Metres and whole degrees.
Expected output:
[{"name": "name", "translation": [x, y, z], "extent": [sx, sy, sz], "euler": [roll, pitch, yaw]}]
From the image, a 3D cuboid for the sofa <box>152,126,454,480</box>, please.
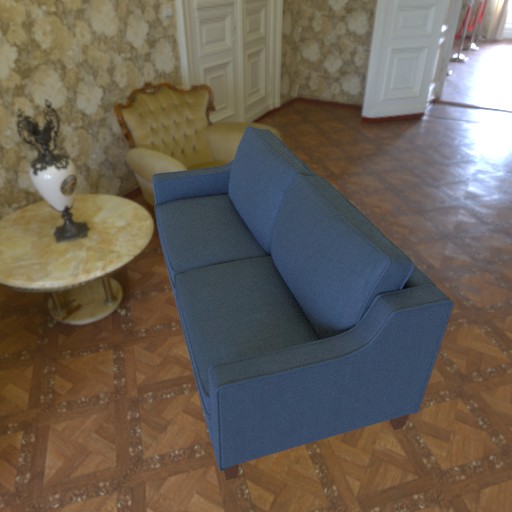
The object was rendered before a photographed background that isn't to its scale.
[{"name": "sofa", "translation": [0.000, 0.000, 2.774], "extent": [1.066, 1.071, 2.178], "euler": [-10, 35, -14]}]
